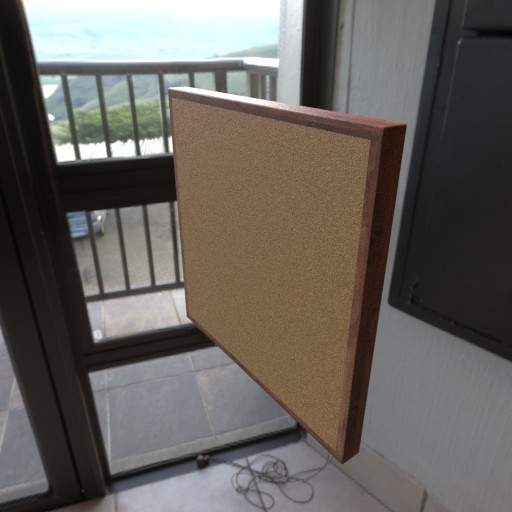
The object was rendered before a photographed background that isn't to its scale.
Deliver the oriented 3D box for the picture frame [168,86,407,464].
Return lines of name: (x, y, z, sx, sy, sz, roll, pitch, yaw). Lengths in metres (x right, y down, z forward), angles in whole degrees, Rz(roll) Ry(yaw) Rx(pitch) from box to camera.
picture frame: (0.000, 0.000, 0.535, 0.028, 0.356, 0.352, -18, 31, -32)
